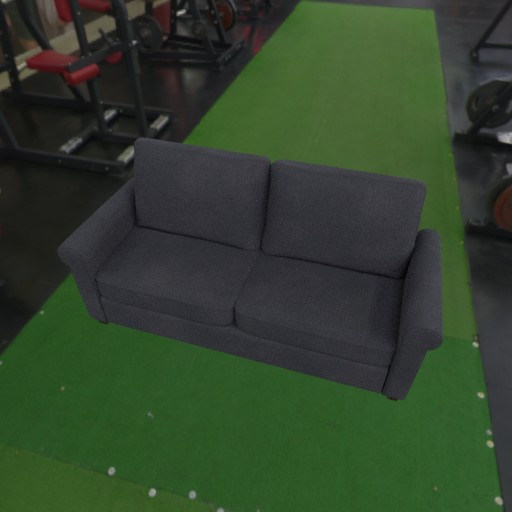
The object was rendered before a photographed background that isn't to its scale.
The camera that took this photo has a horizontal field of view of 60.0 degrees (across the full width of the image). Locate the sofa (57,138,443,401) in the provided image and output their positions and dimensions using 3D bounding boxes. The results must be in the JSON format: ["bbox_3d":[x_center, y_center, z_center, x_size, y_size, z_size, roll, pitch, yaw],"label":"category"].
[{"bbox_3d":[0.000,0.000,2.483,1.935,0.942,0.842,12,43,13],"label":"sofa"}]
